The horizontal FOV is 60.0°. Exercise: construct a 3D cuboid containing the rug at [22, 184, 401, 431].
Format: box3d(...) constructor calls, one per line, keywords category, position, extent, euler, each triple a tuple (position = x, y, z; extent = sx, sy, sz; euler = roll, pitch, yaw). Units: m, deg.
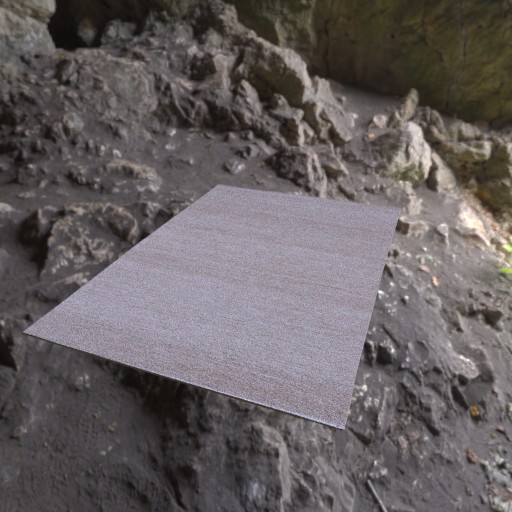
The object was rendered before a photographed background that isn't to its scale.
box3d(category="rug", position=(0.000, 0.000, 2.849), extent=(1.596, 0.030, 2.283), euler=(11, 31, 18))
